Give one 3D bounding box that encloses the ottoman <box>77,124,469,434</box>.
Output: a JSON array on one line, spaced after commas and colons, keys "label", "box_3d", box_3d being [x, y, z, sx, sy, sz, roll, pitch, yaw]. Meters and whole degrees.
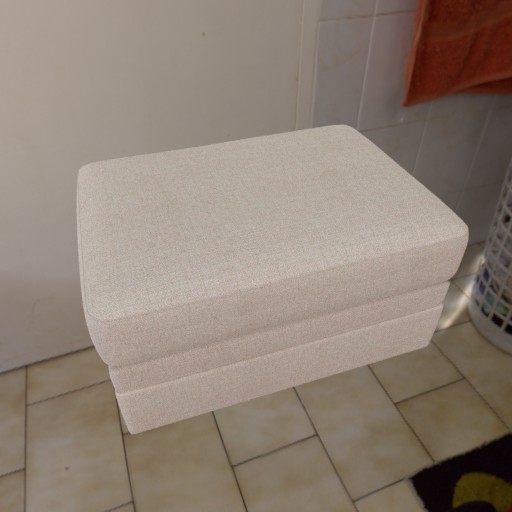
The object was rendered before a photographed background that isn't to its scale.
[{"label": "ottoman", "box_3d": [0.000, 0.000, 1.248, 0.885, 0.478, 0.637, -12, 42, -14]}]
